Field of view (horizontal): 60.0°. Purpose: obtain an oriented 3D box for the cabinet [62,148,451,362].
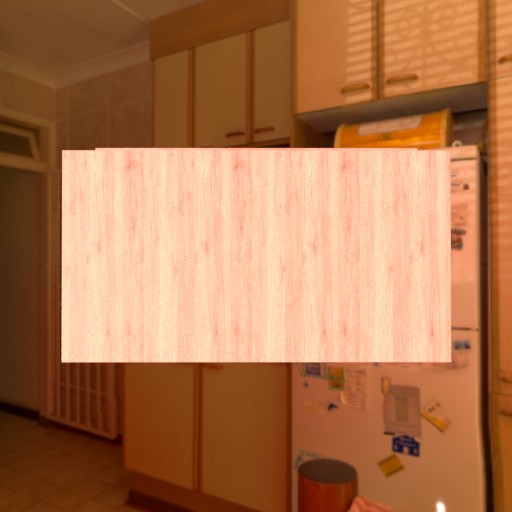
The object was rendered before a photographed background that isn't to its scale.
[{"bbox_3d":[0.000,0.000,3.035,1.750,0.970,2.080,0,0,0],"label":"cabinet"}]
